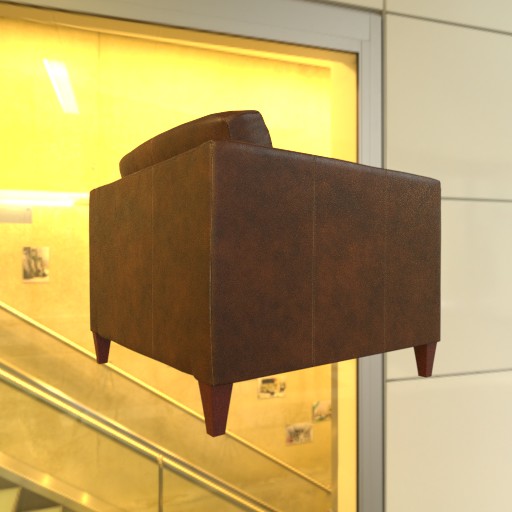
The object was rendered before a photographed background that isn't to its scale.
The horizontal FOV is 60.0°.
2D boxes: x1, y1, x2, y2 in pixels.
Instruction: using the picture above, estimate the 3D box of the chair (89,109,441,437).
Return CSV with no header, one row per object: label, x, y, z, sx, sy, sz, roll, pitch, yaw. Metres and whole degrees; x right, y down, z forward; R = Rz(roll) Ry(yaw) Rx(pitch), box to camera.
chair,0.000,0.000,1.695,0.975,0.864,0.990,0,0,-36
